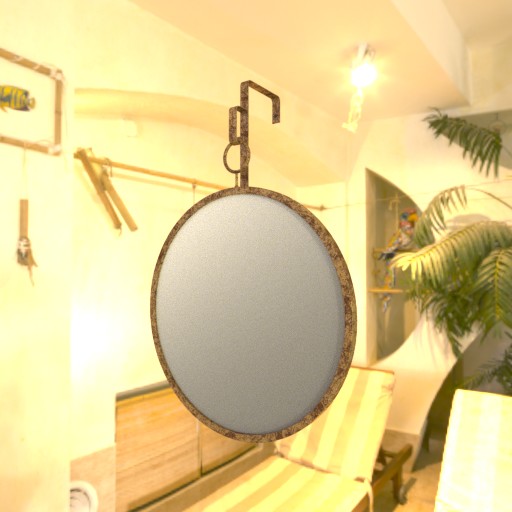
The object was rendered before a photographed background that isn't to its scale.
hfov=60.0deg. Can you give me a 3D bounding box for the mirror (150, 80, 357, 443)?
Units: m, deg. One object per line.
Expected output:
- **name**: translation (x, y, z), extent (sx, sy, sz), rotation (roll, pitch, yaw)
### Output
- **mirror**: translation (0.000, 0.000, 0.842), extent (0.447, 0.651, 0.144), rotation (-1, -2, 36)
